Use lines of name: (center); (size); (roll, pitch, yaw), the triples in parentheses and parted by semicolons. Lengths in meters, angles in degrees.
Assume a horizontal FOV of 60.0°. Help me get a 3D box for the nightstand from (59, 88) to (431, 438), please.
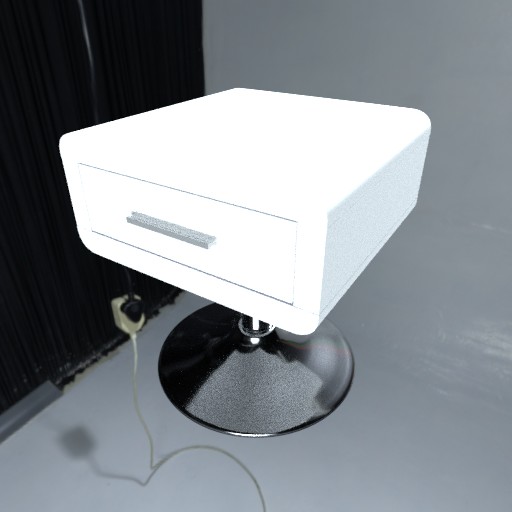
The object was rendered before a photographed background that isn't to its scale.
nightstand: (0.000, 0.000, 0.746); (0.399, 0.447, 0.404); (18, 35, 28)
